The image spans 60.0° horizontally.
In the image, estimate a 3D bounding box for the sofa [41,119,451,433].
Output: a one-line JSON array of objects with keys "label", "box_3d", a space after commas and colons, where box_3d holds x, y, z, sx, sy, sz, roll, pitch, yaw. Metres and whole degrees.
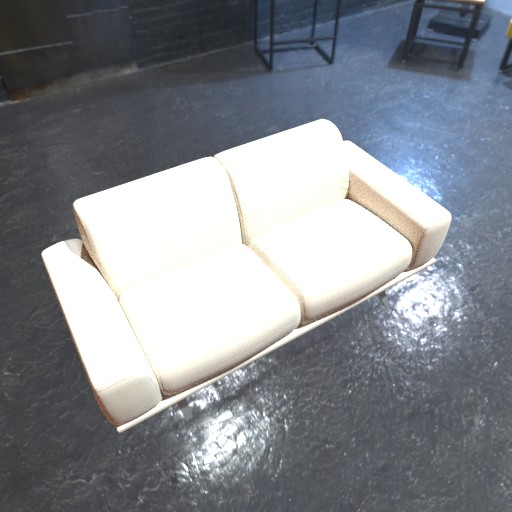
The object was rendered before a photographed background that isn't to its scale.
[{"label": "sofa", "box_3d": [0.000, 0.000, 2.303, 1.901, 0.772, 0.900, -24, 50, -21]}]
